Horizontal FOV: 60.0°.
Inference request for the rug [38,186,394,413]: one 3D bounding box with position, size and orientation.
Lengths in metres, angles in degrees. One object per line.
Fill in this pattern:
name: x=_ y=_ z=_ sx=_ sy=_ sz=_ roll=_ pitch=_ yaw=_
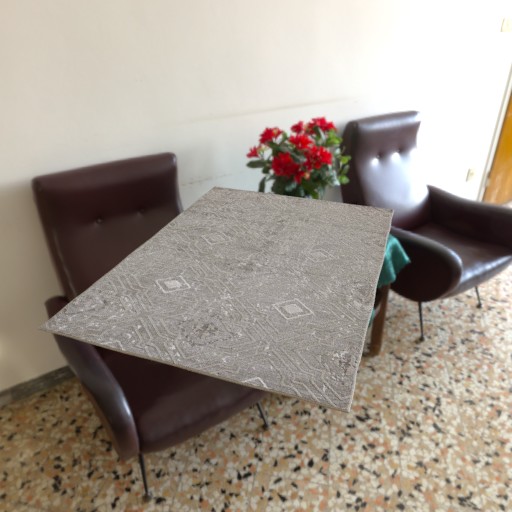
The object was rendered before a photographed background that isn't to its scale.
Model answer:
rug: x=0.000 y=0.000 z=4.490 sx=2.448 sy=0.020 sz=3.359 roll=10 pitch=31 yaw=17
